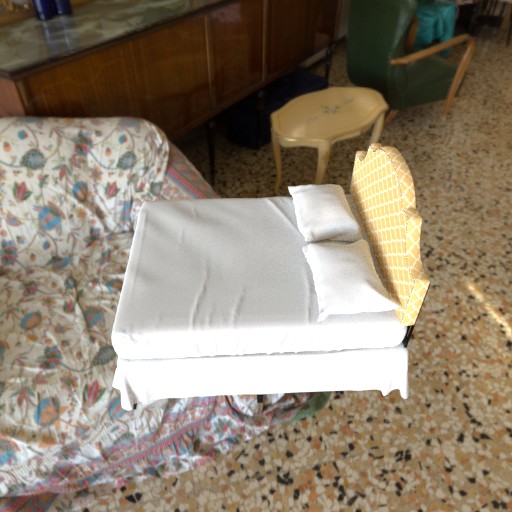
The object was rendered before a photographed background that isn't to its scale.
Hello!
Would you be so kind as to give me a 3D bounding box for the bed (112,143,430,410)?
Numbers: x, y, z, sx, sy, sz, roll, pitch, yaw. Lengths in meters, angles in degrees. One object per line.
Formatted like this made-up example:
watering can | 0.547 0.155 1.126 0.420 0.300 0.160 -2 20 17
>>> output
bed | 0.000 0.000 3.423 2.222 1.633 1.780 -2 42 -2
